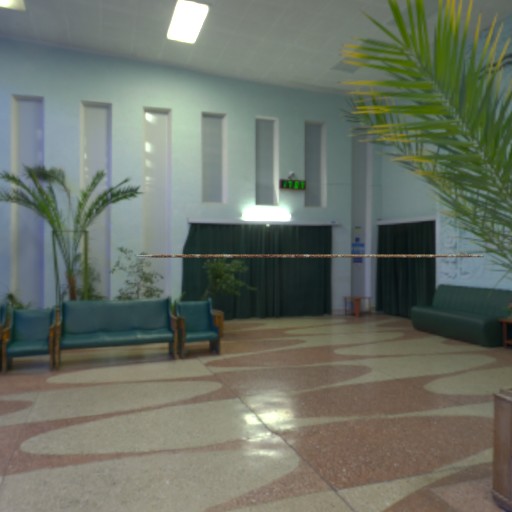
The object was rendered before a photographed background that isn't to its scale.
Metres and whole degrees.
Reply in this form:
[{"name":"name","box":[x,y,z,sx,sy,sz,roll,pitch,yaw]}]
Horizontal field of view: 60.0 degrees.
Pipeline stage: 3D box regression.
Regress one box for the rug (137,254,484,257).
[{"name":"rug","box":[0.000,0.000,3.028,1.517,0.011,2.435,0,0,-16]}]
